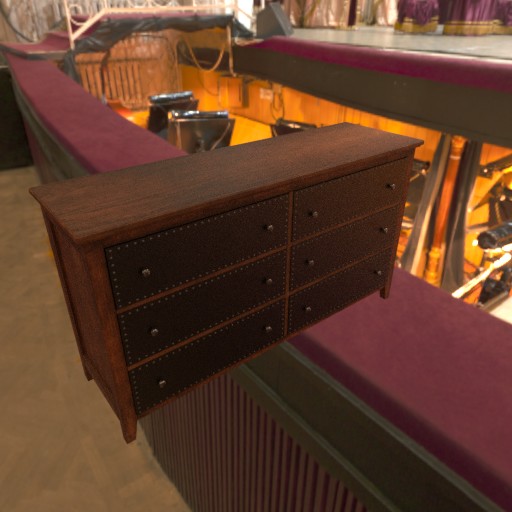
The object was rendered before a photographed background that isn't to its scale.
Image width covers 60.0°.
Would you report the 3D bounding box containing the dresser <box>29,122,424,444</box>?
[{"bbox_3d":[0.000,0.000,1.931,1.551,0.856,0.463,-21,36,-32],"label":"dresser"}]
